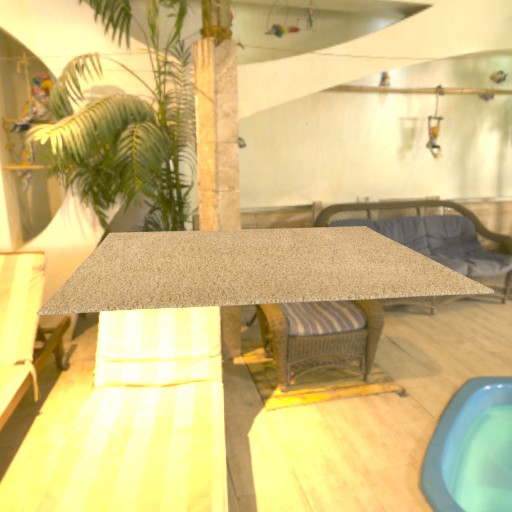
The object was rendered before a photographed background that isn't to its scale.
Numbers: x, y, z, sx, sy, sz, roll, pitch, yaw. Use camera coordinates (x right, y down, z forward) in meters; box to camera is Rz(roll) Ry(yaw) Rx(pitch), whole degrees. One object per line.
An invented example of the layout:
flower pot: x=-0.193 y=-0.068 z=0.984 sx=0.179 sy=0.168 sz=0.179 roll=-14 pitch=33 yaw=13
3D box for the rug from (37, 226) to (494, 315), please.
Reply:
rug: x=0.000 y=0.000 z=4.023 sx=3.000 sy=0.025 sz=2.400 roll=-2 pitch=15 yaw=-7
